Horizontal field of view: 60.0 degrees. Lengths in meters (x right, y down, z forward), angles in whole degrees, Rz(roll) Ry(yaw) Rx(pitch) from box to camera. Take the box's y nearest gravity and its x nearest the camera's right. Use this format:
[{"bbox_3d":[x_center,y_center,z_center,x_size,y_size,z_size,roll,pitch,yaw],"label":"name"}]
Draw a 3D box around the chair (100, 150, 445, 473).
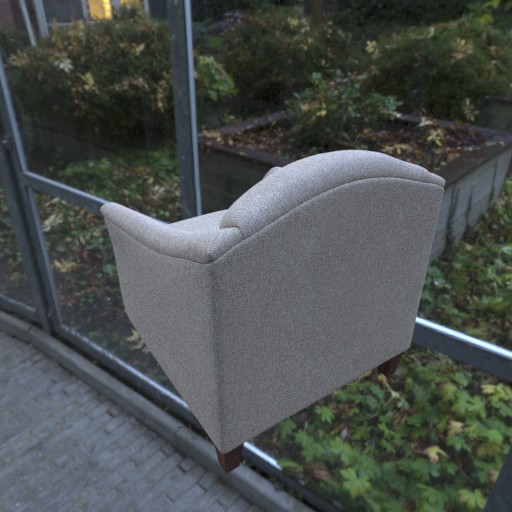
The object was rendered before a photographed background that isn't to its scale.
[{"bbox_3d":[0.000,0.000,1.459,0.763,0.839,0.787,-18,34,-30],"label":"chair"}]
